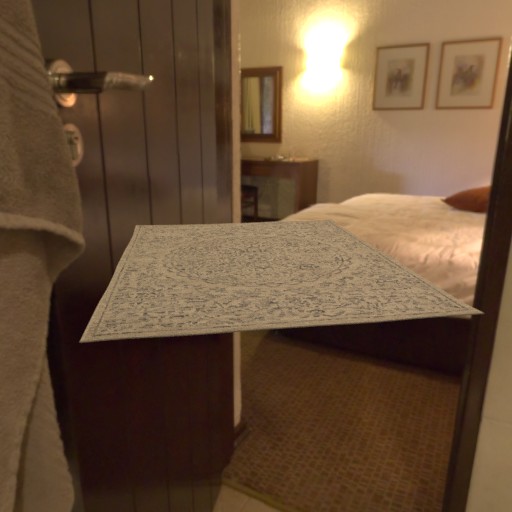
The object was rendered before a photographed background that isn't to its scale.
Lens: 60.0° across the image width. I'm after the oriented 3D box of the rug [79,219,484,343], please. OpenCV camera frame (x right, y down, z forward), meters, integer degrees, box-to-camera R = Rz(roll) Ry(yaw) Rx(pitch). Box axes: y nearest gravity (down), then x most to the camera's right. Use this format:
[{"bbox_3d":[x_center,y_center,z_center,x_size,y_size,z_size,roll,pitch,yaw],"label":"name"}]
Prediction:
[{"bbox_3d":[0.000,0.000,3.896,2.343,0.026,2.925,-2,16,-9],"label":"rug"}]
